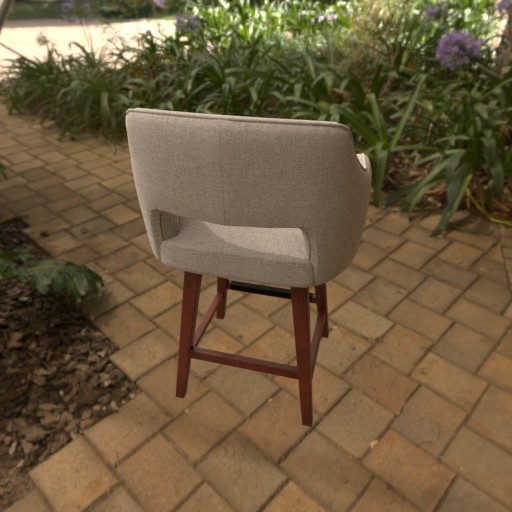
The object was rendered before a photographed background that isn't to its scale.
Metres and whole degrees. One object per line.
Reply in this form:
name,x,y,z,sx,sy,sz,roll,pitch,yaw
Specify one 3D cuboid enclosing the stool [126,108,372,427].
stool,0.000,0.000,1.306,0.599,0.944,0.558,8,33,13
